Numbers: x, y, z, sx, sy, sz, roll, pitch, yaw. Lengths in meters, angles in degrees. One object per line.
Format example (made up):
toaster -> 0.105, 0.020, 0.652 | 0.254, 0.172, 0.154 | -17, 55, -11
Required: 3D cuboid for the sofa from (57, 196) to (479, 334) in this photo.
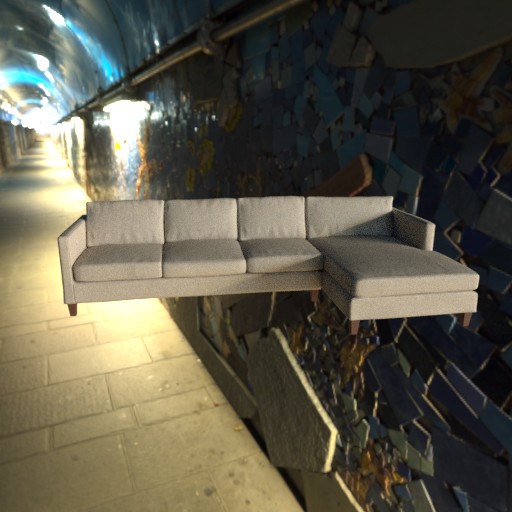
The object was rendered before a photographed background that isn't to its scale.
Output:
sofa -> 0.000, 0.000, 3.843 | 3.186, 0.846, 1.625 | -3, 16, -9
